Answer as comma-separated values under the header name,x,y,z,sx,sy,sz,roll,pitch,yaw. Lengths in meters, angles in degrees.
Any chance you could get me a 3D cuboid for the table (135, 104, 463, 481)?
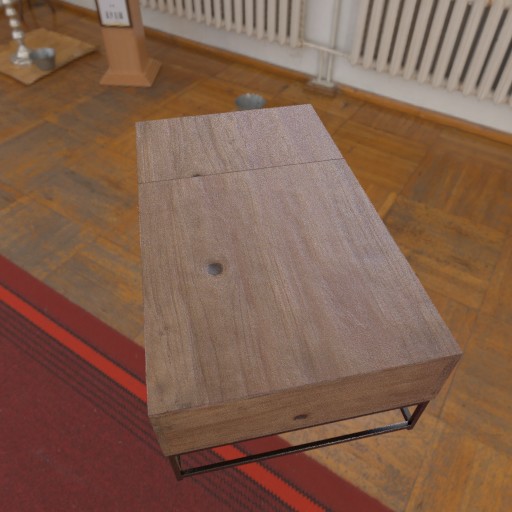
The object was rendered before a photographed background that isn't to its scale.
name,x,y,z,sx,sy,sz,roll,pitch,yaw
table,0.000,0.000,1.392,0.655,0.395,1.101,-9,47,-8
